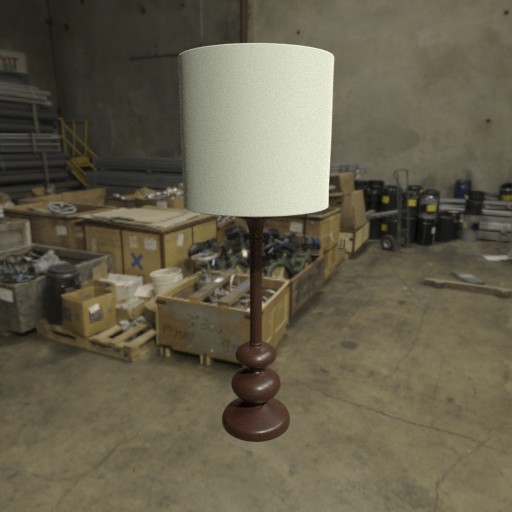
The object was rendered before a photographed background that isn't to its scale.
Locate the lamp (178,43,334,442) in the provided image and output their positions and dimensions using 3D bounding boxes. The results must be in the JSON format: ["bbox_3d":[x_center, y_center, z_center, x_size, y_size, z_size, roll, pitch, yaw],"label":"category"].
[{"bbox_3d":[0.000,0.000,0.811,0.254,0.690,0.254,7,16,25],"label":"lamp"}]
